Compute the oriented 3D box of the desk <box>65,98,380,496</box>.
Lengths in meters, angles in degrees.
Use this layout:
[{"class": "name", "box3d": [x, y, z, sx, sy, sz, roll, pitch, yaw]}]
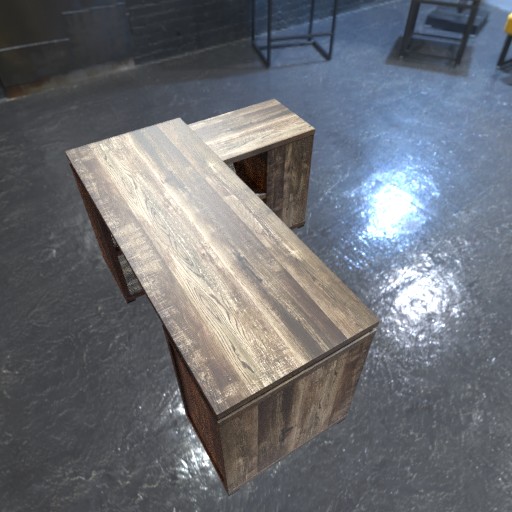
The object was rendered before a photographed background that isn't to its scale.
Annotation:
[{"class": "desk", "box3d": [0.000, 0.000, 2.156, 1.200, 0.753, 1.524, -24, 51, -21]}]
